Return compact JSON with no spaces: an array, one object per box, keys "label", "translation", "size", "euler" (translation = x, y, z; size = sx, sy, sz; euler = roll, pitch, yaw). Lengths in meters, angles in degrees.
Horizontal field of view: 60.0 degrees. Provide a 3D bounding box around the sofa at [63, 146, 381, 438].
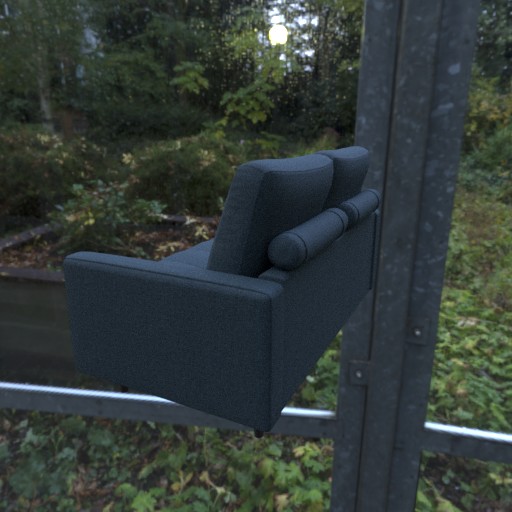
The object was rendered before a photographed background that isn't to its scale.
[{"label":"sofa","translation":[0.000,0.000,1.952],"size":[0.842,0.907,1.407],"euler":[8,18,25]}]
